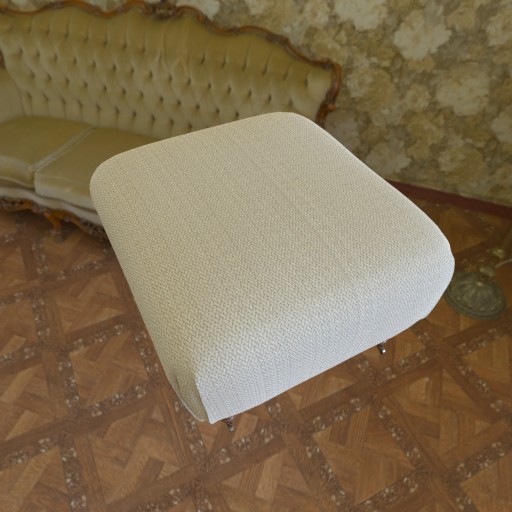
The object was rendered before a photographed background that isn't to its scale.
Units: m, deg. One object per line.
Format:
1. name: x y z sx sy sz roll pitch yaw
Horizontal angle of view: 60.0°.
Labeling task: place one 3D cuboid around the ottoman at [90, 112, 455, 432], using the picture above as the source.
1. ottoman: 0.000 0.000 1.087 0.622 0.447 0.684 -21 50 -19
